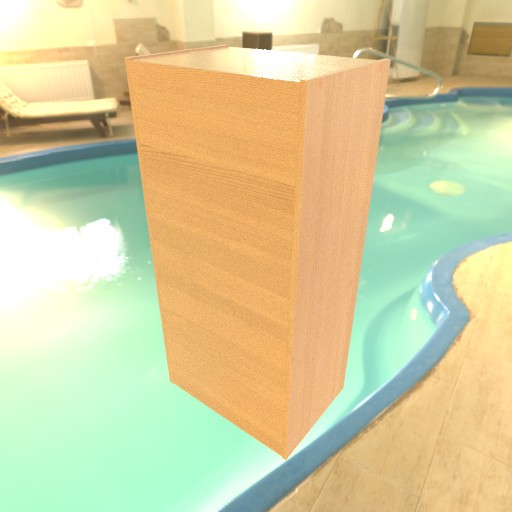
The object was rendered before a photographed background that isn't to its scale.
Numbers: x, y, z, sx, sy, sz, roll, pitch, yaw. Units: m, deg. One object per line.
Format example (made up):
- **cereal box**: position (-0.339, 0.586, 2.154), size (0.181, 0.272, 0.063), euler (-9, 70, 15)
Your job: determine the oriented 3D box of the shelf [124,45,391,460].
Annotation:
- **shelf**: position (0.000, 0.000, 1.067), size (0.417, 0.876, 0.292), euler (22, 37, 32)
